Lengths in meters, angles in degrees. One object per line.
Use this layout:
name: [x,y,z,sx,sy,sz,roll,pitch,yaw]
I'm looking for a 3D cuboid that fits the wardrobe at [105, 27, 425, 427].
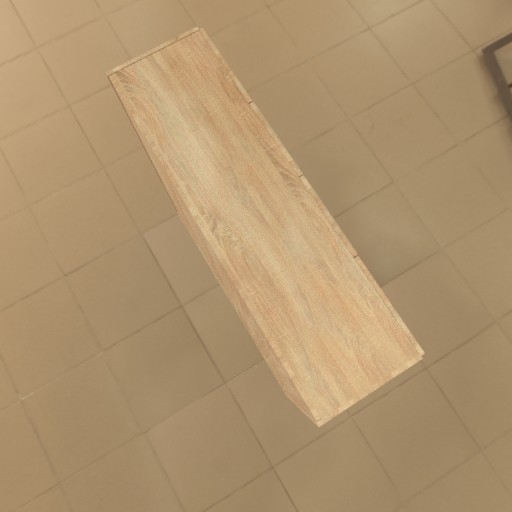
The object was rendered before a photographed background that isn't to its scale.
wardrobe: [0.000,0.000,3.150,0.598,2.159,1.998,-31,78,-7]
